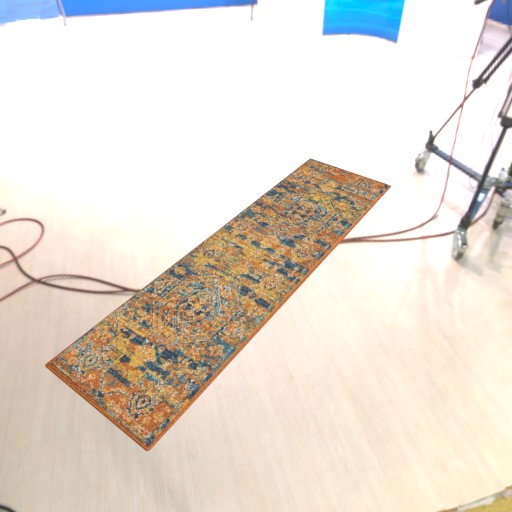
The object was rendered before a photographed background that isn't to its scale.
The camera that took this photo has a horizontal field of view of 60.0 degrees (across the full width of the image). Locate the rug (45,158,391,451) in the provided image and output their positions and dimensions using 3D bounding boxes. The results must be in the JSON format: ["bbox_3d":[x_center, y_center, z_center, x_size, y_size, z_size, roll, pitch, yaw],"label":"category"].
[{"bbox_3d":[0.000,0.000,2.496,0.651,0.016,2.274,26,48,26],"label":"rug"}]
